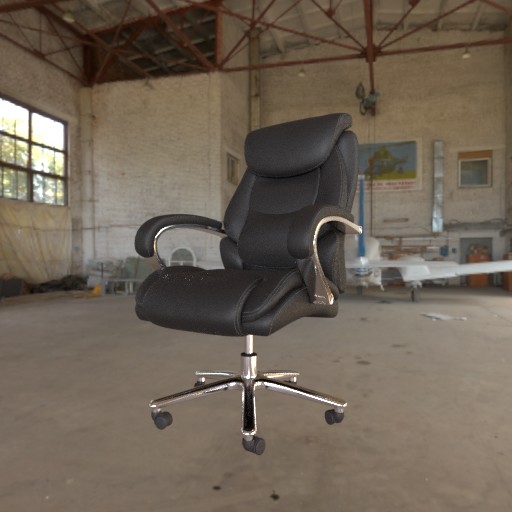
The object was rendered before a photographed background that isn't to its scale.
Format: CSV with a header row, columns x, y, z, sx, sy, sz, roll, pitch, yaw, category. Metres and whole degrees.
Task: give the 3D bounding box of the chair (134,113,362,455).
x,y,z,sx,sy,sz,roll,pitch,yaw,category
0.000,0.000,1.683,0.755,1.183,0.790,0,1,35,chair
